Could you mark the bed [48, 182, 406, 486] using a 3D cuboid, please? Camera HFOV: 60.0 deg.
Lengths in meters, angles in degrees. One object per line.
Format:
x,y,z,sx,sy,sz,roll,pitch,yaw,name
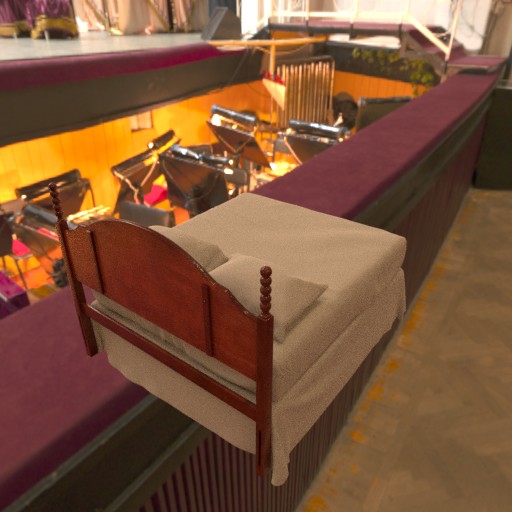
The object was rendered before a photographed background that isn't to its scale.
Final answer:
0.000,0.000,3.258,1.873,1.356,2.040,21,36,32,bed
